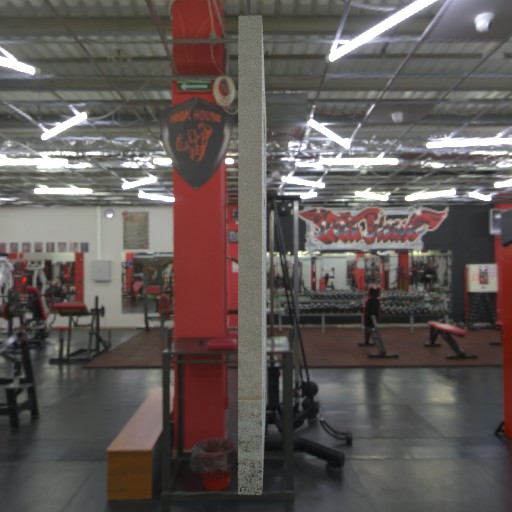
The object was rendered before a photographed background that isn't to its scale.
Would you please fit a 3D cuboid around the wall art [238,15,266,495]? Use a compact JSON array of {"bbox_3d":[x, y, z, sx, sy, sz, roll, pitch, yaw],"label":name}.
[{"bbox_3d":[0.000,0.000,0.960,0.038,0.764,0.508,0,-1,2],"label":"wall art"}]
